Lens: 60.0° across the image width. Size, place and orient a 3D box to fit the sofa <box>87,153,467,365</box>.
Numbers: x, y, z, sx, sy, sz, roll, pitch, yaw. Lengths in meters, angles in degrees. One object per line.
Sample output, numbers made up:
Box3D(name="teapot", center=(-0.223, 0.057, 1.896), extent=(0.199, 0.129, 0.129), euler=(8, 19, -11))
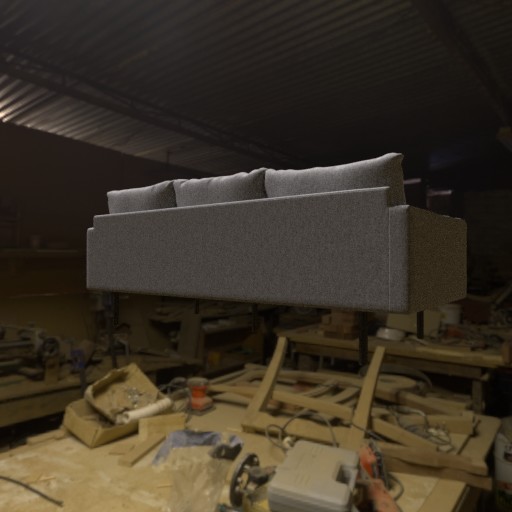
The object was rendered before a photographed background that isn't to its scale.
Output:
Box3D(name="sofa", center=(0.000, 0.000, 2.454), extent=(2.000, 0.830, 0.850), euler=(0, 0, 38))
